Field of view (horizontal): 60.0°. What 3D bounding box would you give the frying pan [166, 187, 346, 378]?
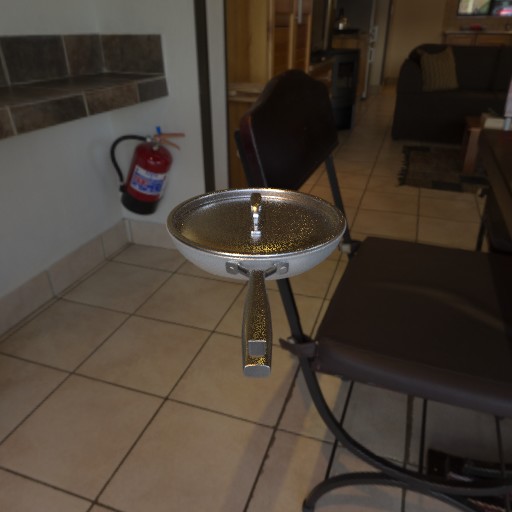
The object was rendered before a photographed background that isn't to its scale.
[{"bbox_3d":[0.000,0.000,0.589,0.272,0.086,0.490,0,27,0],"label":"frying pan"}]
